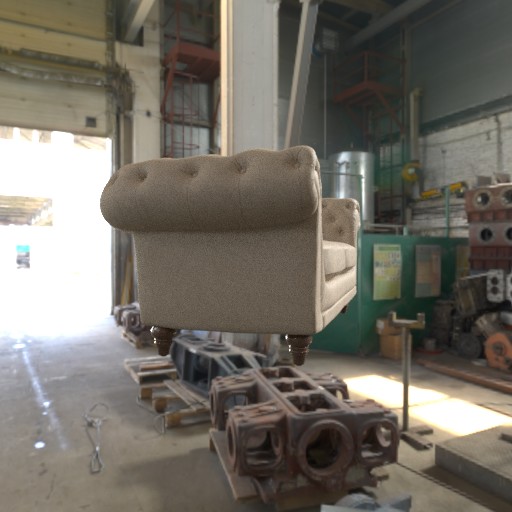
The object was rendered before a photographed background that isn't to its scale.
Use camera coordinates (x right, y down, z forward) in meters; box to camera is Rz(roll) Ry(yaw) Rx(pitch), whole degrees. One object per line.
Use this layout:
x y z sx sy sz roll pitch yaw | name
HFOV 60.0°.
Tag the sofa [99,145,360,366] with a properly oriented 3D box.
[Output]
0.000 0.000 2.574 1.069 0.835 1.988 0 1 18 | sofa
